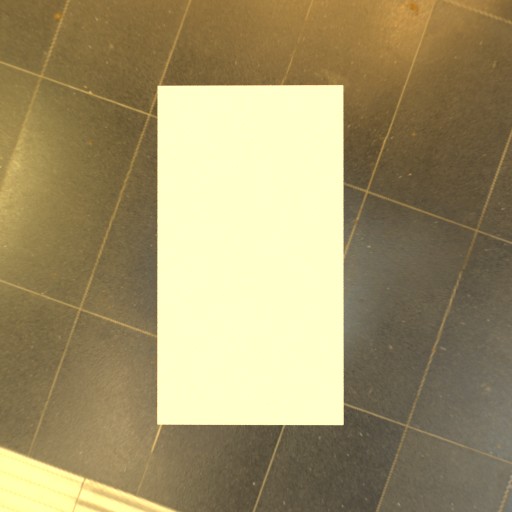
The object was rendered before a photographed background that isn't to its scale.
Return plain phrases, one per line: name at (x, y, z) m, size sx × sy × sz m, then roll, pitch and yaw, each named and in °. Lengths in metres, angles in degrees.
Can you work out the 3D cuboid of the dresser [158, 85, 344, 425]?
dresser at (0.000, 0.000, 1.546) m, size 0.399 × 1.255 × 0.704 m, roll 0°, pitch 90°, yaw 0°
